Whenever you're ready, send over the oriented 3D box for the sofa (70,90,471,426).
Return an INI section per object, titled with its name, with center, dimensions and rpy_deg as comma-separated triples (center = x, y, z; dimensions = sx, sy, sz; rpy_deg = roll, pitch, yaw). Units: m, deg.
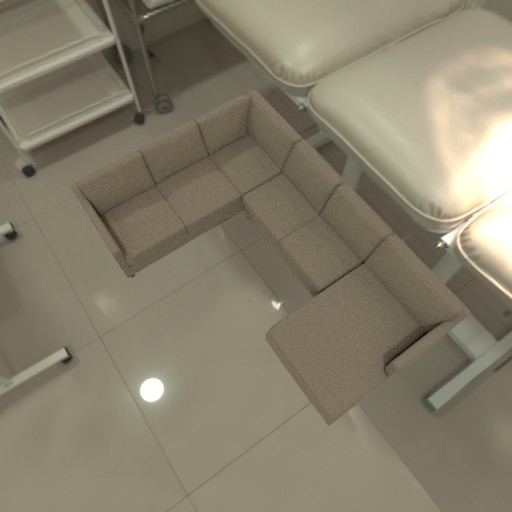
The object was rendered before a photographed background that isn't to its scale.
[sofa]
center = 0.000, 0.000, 4.576
dimensions = 2.424, 0.865, 3.438
rpy_deg = -32, 68, -15
